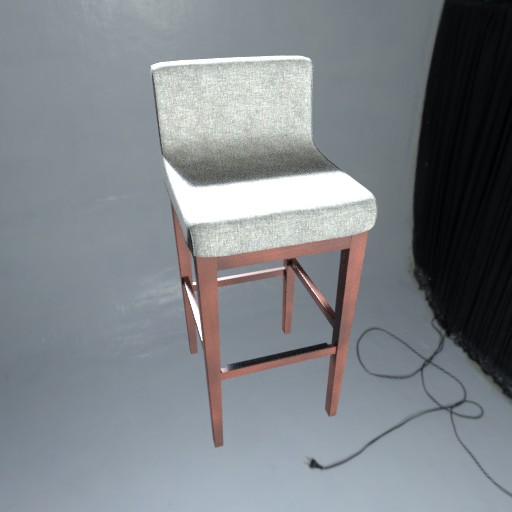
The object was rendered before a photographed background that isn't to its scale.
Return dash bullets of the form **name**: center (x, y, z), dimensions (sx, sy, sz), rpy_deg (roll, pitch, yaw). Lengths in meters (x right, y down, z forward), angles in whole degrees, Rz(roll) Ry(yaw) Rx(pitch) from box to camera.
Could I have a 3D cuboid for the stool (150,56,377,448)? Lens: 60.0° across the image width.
- **stool**: center (0.000, 0.000, 1.237), dimensions (0.426, 0.965, 0.499), rpy_deg (-9, 33, -14)
